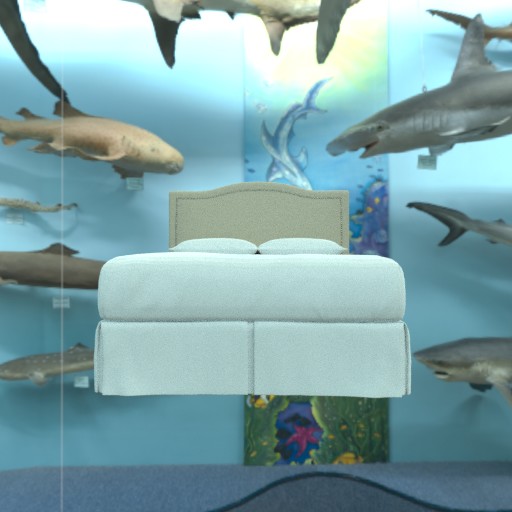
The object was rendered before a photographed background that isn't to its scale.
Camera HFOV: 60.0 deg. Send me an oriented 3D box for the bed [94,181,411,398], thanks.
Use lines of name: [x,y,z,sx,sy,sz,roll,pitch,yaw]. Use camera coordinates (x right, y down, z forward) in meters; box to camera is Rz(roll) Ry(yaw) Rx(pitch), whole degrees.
bed: [0.000,0.000,3.320,1.753,1.460,2.143,0,0,1]
